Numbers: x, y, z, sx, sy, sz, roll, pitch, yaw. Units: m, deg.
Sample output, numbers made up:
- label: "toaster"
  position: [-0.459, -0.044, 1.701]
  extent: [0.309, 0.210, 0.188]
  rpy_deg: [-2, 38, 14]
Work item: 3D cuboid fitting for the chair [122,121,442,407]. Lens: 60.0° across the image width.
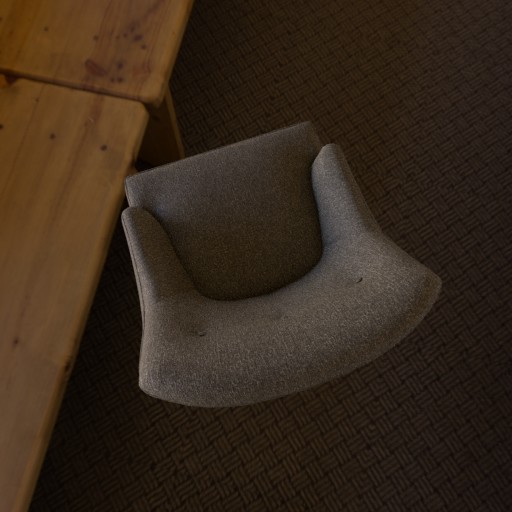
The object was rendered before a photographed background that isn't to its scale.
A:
- label: "chair"
  position: [0.000, 0.000, 1.607]
  extent: [0.864, 0.856, 0.923]
  rpy_deg: [-18, 77, -4]
